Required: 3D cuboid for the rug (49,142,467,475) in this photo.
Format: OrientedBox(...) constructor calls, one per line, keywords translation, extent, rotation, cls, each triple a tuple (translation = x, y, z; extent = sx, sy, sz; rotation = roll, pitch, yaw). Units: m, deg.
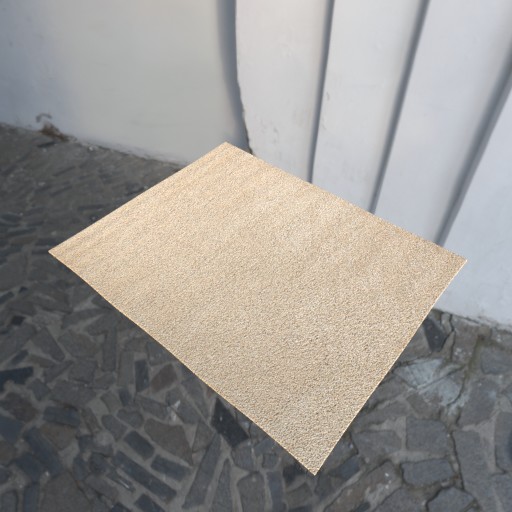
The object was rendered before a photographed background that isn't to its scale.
OrientedBox(translation=(0.000, 0.000, 4.068), extent=(3.000, 0.026, 2.400), rotation=(32, 54, 26), cls="rug")
